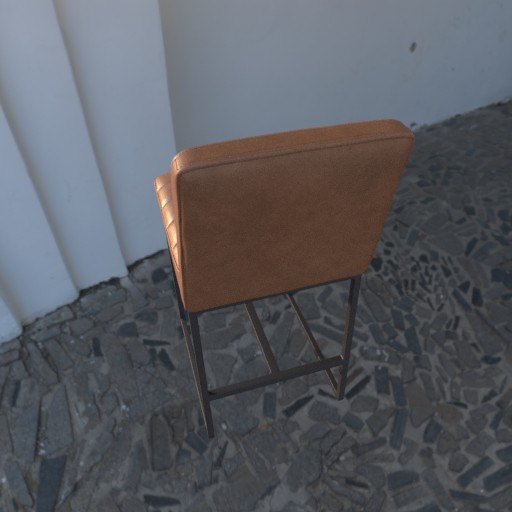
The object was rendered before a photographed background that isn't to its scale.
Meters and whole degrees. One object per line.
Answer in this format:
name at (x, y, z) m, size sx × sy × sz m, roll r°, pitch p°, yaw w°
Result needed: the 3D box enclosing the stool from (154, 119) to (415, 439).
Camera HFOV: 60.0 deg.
stool at (0.000, 0.000, 1.218) m, size 0.458 × 0.940 × 0.556 m, roll -12°, pitch 43°, yaw -13°
